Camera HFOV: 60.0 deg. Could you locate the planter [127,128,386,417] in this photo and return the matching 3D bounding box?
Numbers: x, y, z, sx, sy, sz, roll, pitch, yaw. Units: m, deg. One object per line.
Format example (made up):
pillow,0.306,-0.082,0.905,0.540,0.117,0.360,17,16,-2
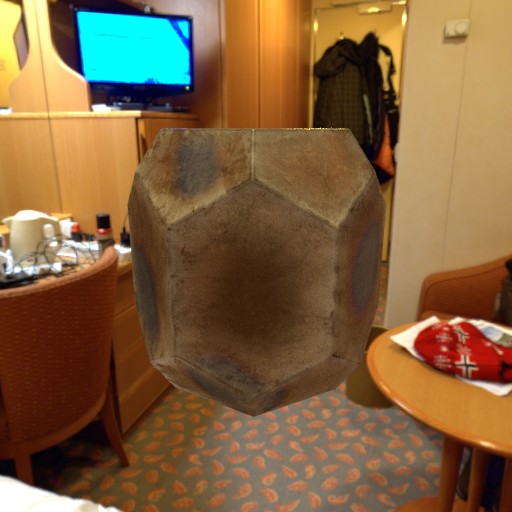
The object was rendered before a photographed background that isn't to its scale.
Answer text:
planter,0.000,0.000,0.431,0.221,0.238,0.243,-9,18,-27
